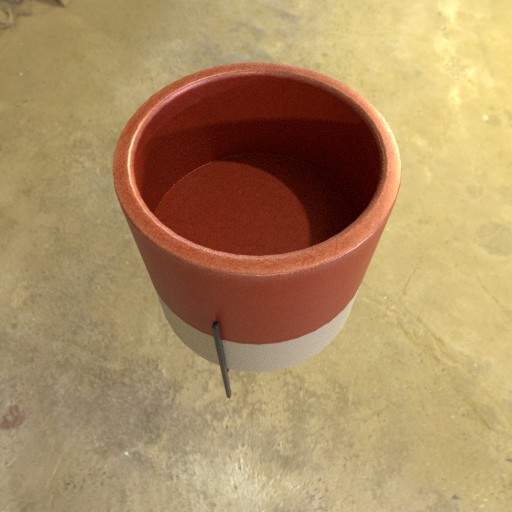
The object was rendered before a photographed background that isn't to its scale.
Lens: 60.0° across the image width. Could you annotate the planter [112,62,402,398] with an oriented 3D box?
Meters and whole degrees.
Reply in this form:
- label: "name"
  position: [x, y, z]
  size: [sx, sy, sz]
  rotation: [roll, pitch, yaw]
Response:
- label: "planter"
  position: [0.000, 0.000, 0.722]
  size: [0.345, 0.465, 0.354]
  rotation: [15, 59, 9]
